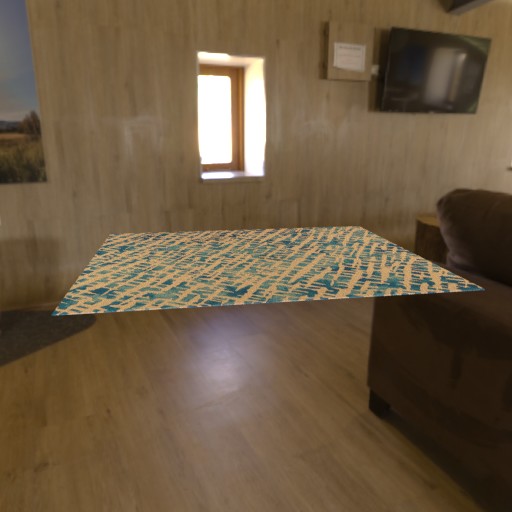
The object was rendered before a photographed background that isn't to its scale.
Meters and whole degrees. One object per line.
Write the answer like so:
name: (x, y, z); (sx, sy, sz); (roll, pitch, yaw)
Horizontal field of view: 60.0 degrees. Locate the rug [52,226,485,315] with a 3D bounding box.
rug: (0.000, 0.000, 4.161); (3.007, 0.007, 2.435); (-2, 15, -9)
